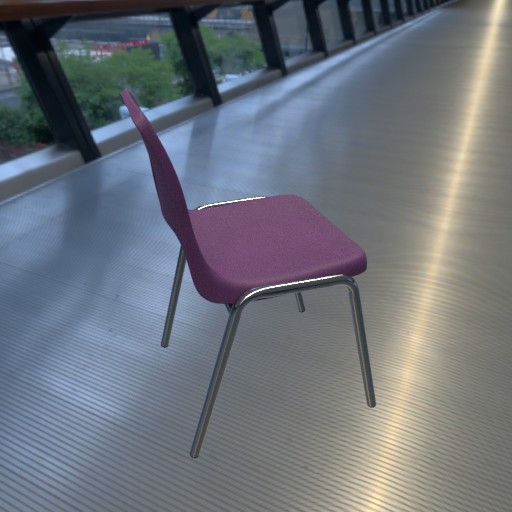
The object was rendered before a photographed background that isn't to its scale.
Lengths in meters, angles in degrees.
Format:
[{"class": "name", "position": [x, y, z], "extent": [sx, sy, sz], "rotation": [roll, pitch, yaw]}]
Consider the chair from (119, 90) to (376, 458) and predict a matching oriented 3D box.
[{"class": "chair", "position": [0.000, 0.000, 0.902], "extent": [0.432, 0.654, 0.381], "rotation": [-11, 32, -17]}]
